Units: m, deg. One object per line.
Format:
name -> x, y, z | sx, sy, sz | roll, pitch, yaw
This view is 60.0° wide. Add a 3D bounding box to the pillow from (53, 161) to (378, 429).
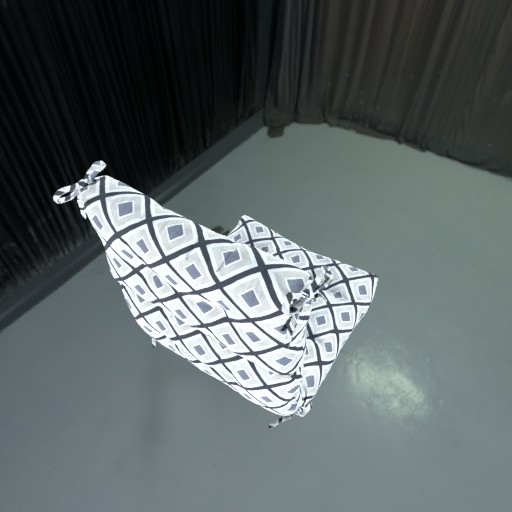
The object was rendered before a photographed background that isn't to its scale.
pillow -> 0.000, 0.000, 1.040 | 0.519, 0.605, 0.571 | 26, 53, 22
